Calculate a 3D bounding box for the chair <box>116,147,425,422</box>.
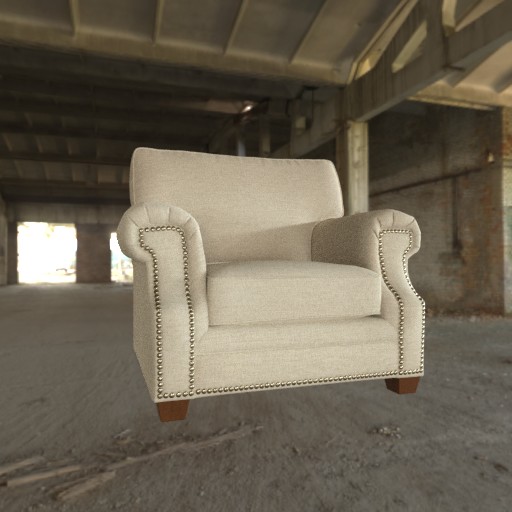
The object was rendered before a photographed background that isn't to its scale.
[{"bbox_3d":[0.000,0.000,1.829,1.092,0.961,0.965,0,-1,-19],"label":"chair"}]
